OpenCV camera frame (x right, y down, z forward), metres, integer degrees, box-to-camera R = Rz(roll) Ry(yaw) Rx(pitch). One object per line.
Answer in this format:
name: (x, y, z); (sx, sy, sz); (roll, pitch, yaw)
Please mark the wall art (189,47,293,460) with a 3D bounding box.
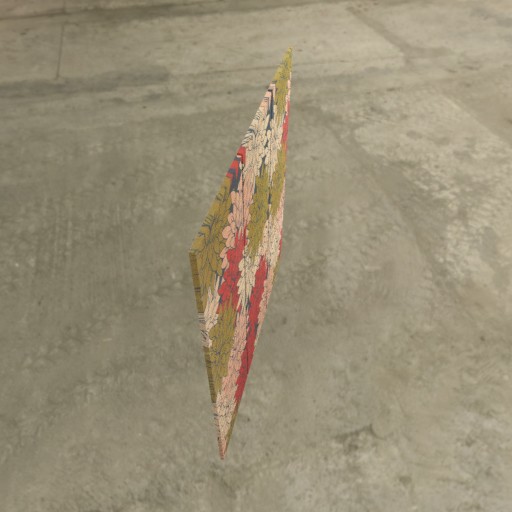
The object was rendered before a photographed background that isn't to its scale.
wall art: (0.000, 0.000, 1.361); (0.013, 0.913, 0.904); (10, 46, 9)
